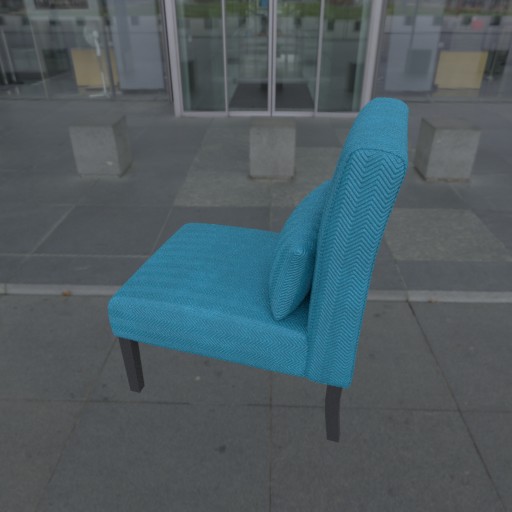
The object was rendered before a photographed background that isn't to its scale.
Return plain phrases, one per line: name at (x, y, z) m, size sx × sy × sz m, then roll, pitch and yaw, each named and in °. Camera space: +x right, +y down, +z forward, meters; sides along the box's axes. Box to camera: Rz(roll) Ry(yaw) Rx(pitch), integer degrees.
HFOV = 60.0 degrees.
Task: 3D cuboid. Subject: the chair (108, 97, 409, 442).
chair at (0.000, 0.000, 1.439) m, size 0.808 × 0.927 × 0.579 m, roll 9°, pitch 32°, yaw 14°
